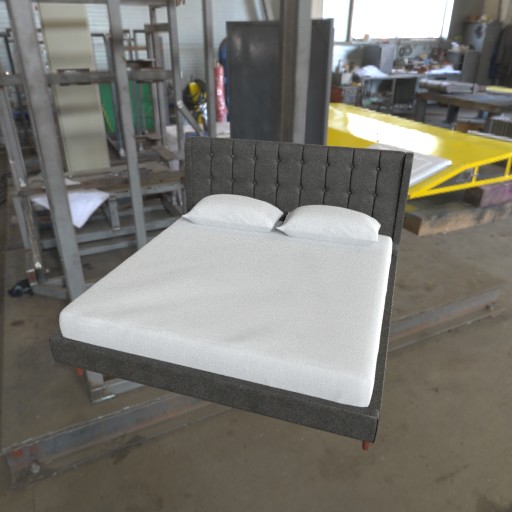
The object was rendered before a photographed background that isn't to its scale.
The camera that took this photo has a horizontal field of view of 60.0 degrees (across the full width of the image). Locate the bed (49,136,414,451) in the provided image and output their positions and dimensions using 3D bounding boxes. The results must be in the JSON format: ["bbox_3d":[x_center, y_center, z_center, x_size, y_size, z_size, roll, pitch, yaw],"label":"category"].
[{"bbox_3d":[0.000,0.000,3.092,1.903,1.158,2.031,9,28,16],"label":"bed"}]
